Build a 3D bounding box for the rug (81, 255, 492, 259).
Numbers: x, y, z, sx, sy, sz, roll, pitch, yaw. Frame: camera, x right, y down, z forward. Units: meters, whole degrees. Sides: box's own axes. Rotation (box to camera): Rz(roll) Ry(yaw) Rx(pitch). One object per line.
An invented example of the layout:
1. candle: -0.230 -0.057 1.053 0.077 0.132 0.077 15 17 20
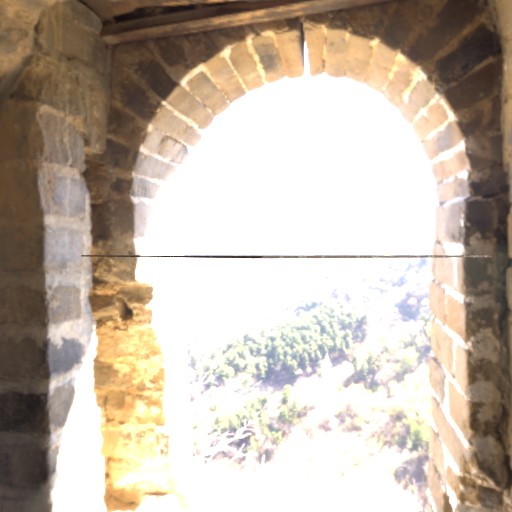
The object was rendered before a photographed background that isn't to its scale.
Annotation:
1. rug: 0.000 0.000 2.741 1.524 0.010 2.134 0 0 -36
